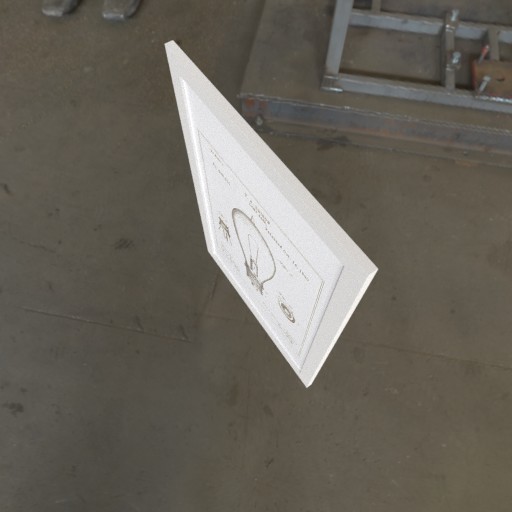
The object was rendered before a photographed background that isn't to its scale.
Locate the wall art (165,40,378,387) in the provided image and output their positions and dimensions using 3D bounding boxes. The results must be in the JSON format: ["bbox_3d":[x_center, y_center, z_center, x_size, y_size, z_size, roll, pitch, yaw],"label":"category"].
[{"bbox_3d":[0.000,0.000,0.620,0.010,0.474,0.325,-32,67,-15],"label":"wall art"}]
